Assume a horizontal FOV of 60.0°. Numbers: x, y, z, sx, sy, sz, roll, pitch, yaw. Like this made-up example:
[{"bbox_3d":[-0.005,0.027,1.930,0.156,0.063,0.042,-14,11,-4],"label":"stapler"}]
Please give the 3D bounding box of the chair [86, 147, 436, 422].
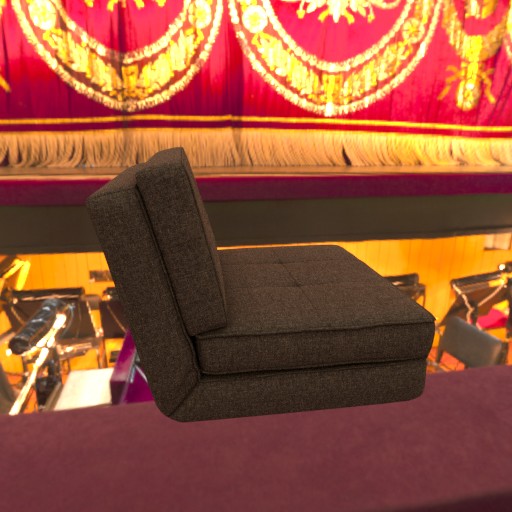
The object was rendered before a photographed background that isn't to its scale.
[{"bbox_3d":[0.000,0.000,1.334,0.800,0.615,0.740,-3,16,-9],"label":"chair"}]
